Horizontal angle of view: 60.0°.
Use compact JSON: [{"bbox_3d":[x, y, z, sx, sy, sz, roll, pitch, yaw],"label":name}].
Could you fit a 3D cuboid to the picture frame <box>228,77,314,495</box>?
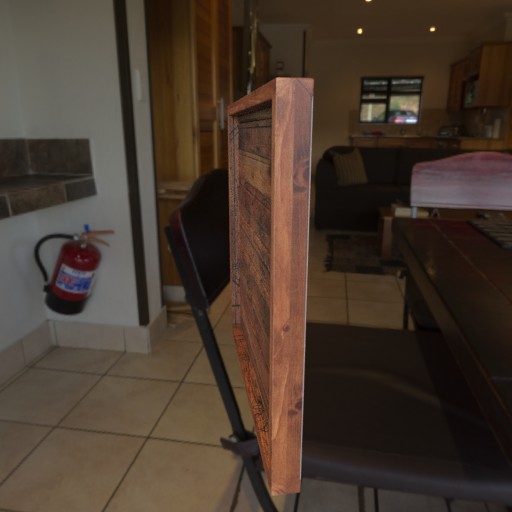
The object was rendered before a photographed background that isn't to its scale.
[{"bbox_3d":[0.000,0.000,0.525,0.028,0.356,0.352,-2,16,-9],"label":"picture frame"}]
